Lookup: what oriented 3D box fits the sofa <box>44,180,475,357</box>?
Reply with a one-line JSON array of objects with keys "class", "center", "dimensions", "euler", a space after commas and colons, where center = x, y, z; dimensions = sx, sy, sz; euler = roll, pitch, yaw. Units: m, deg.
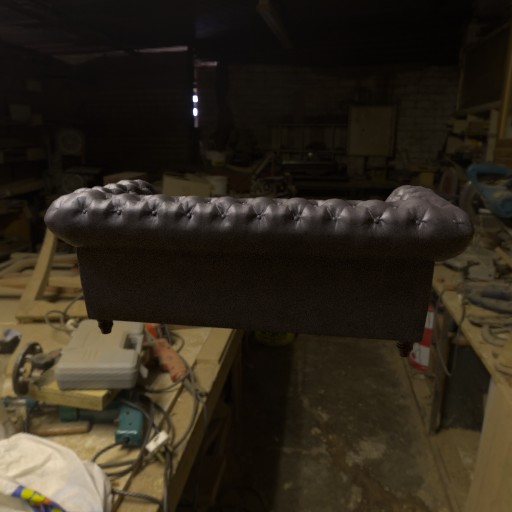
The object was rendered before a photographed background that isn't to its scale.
[{"class": "sofa", "center": [0.000, 0.000, 2.487], "dimensions": [2.048, 0.779, 0.944], "euler": [3, 16, 9]}]
